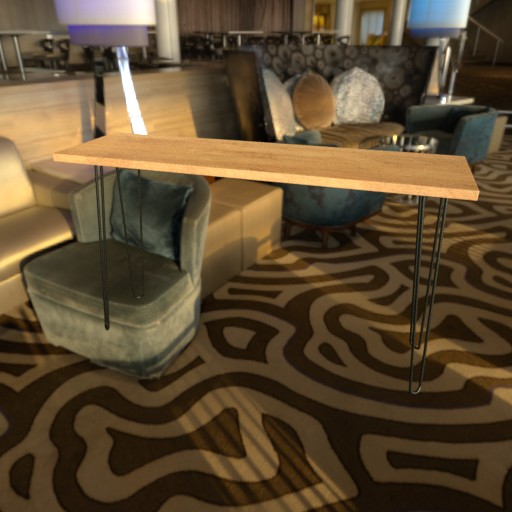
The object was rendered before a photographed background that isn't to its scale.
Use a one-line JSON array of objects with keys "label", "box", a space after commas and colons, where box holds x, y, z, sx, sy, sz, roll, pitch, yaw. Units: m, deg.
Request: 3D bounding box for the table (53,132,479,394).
[{"label": "table", "box": [0.000, 0.000, 1.742, 1.400, 0.799, 0.399, 8, 28, 16]}]
